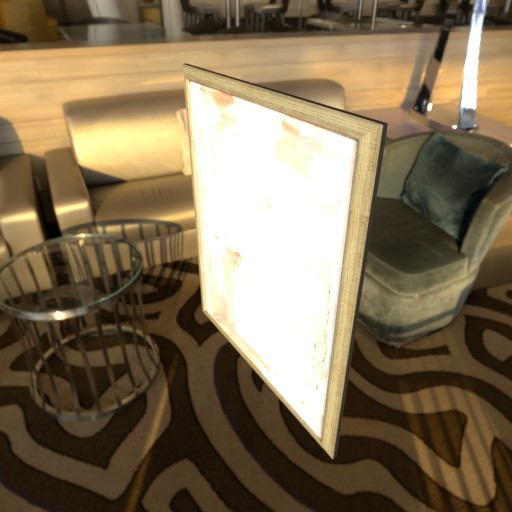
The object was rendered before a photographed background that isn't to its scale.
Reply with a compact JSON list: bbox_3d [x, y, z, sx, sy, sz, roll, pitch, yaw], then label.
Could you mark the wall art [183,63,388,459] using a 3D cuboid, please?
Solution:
[{"bbox_3d":[0.000,0.000,0.905,0.018,0.660,0.559,-19,36,-28],"label":"wall art"}]
